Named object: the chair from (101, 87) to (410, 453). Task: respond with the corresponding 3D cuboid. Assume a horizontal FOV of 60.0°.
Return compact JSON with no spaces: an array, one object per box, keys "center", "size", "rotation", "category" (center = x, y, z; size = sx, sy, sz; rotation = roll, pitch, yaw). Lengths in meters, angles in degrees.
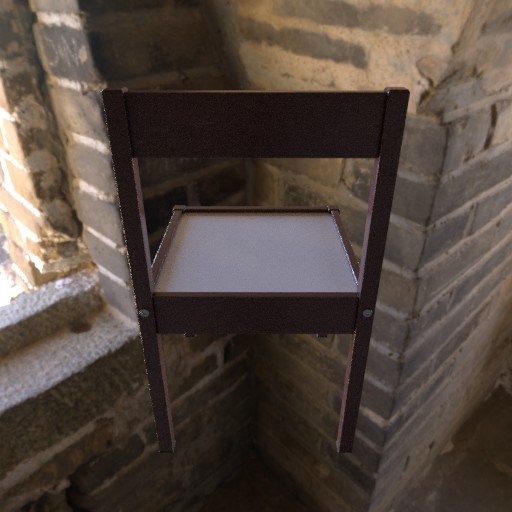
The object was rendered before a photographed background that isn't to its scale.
[{"center":[0.000,0.000,0.651],"size":[0.285,0.505,0.285],"rotation":[0,29,0],"category":"chair"}]
